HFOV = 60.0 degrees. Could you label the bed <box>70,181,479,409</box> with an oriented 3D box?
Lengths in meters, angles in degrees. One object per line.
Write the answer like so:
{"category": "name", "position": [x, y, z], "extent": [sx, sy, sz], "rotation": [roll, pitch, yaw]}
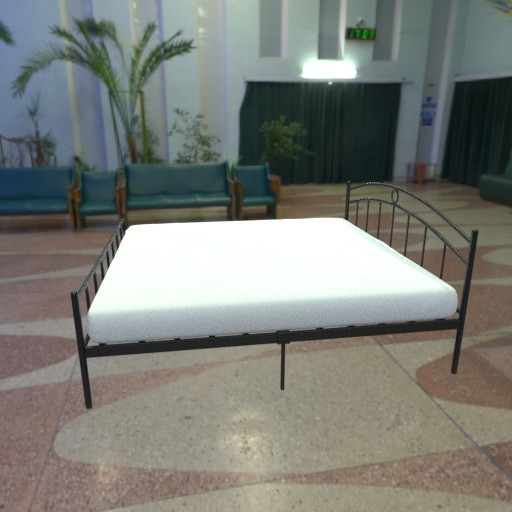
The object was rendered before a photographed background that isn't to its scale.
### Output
{"category": "bed", "position": [0.000, 0.000, 3.129], "extent": [2.040, 0.940, 1.880], "rotation": [-3, 18, -9]}
